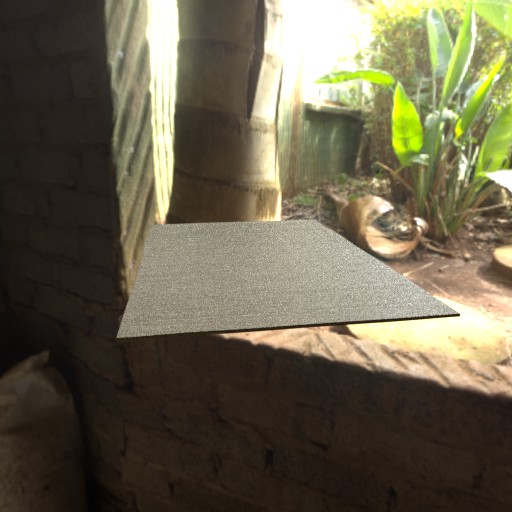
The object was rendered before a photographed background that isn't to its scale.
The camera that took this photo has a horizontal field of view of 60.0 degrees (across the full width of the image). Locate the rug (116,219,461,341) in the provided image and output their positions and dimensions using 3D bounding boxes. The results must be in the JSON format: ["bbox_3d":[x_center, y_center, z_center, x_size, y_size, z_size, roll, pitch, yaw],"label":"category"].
[{"bbox_3d":[0.000,0.000,3.002,1.532,0.018,2.297,-3,16,-9],"label":"rug"}]
